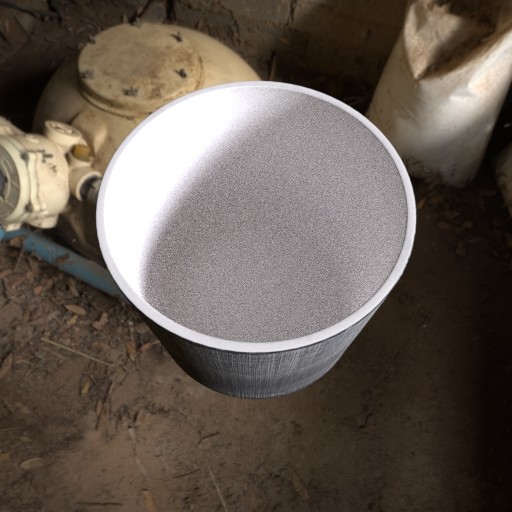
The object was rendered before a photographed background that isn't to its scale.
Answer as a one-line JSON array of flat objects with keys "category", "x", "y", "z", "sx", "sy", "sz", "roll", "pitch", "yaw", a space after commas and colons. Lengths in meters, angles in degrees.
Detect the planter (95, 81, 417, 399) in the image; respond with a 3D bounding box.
[{"category": "planter", "x": 0.000, "y": 0.000, "z": 0.454, "sx": 0.254, "sy": 0.221, "sz": 0.254, "roll": 0, "pitch": 64, "yaw": 0}]
